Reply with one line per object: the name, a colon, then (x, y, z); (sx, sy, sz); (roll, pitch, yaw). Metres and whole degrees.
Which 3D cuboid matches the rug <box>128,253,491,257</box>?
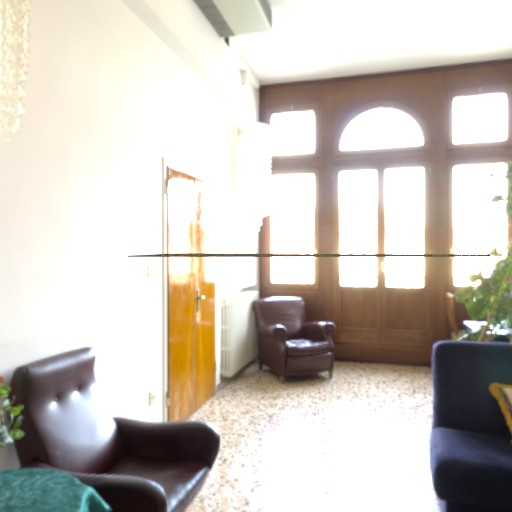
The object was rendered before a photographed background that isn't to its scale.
rug: (0.000, 0.000, 4.740); (2.393, 0.019, 3.824); (0, 0, -20)
